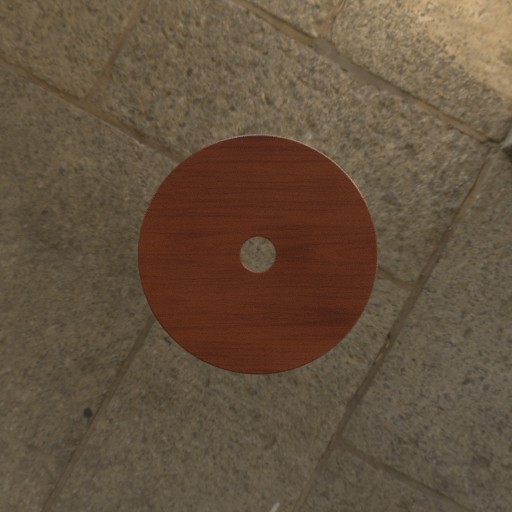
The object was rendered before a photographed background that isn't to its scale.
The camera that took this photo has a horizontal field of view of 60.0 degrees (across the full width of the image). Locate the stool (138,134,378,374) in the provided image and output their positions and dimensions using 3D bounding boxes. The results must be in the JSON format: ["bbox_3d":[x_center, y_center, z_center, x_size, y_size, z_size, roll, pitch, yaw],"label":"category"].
[{"bbox_3d":[0.000,0.000,0.920,0.455,0.610,0.455,0,90,-1],"label":"stool"}]
